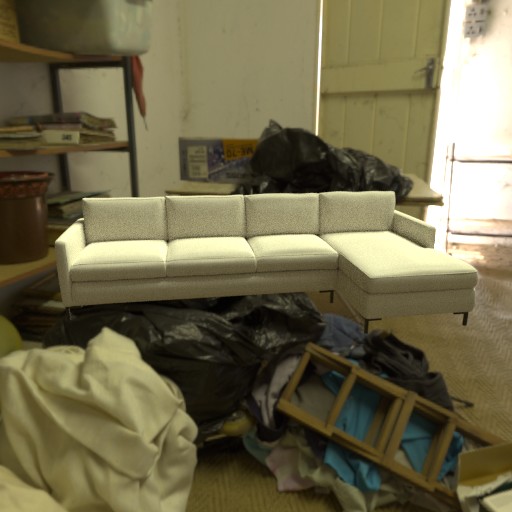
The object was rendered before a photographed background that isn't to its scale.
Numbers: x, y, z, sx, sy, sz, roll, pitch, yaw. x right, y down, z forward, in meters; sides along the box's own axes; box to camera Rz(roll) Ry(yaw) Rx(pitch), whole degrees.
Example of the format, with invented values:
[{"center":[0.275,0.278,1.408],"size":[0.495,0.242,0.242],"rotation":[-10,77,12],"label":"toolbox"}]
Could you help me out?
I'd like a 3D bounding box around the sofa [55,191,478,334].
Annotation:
[{"center":[0.000,0.000,2.882],"size":[2.445,0.677,1.126],"rotation":[-3,17,-9],"label":"sofa"}]
